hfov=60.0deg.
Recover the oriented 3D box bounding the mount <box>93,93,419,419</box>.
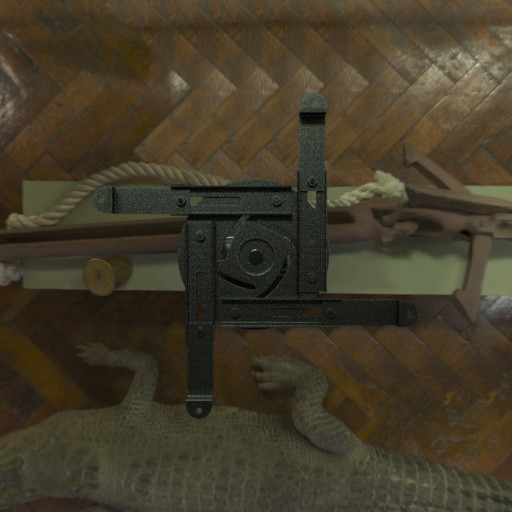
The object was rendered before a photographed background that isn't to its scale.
[{"bbox_3d":[0.000,0.000,0.606,0.394,0.141,0.394,0,91,0],"label":"mount"}]
